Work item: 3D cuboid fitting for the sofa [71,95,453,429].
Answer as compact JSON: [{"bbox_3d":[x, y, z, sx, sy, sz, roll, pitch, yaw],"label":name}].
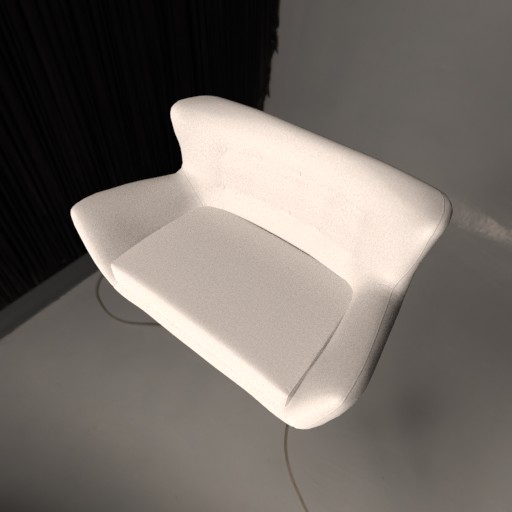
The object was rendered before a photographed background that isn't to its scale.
[{"bbox_3d":[0.000,0.000,1.985,1.424,0.878,0.921,31,54,26],"label":"sofa"}]
